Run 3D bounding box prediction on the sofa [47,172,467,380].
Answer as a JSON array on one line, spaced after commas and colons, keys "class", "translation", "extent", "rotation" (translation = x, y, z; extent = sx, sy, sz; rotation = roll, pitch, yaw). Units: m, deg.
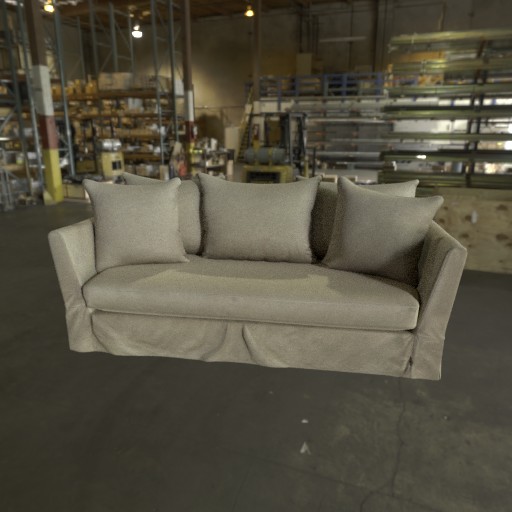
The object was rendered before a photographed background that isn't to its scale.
[{"class": "sofa", "translation": [0.000, 0.000, 2.891], "extent": [2.290, 1.034, 1.031], "rotation": [3, 16, 9]}]
